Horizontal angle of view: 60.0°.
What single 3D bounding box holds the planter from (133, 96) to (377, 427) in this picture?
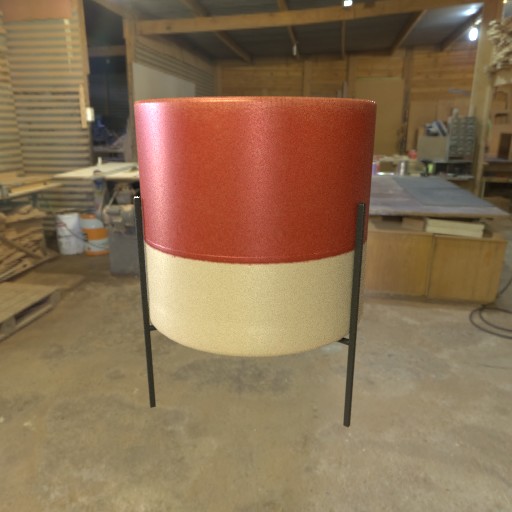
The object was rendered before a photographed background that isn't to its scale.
[{"bbox_3d":[0.000,0.000,0.713,0.345,0.465,0.354,3,17,9],"label":"planter"}]
